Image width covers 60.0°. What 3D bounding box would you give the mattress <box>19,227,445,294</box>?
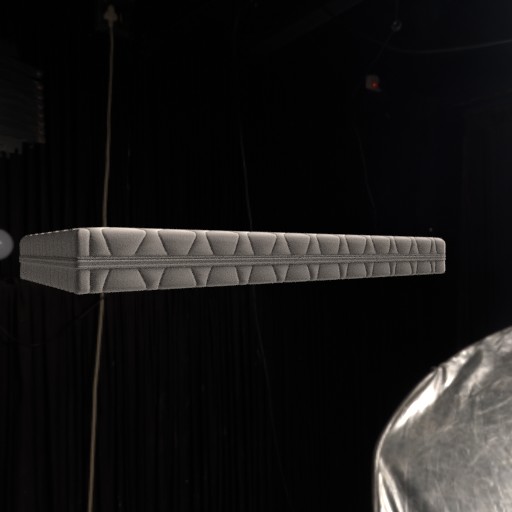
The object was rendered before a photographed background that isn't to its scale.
[{"bbox_3d":[0.000,0.000,2.241,2.000,0.200,0.900,-1,1,-37],"label":"mattress"}]
